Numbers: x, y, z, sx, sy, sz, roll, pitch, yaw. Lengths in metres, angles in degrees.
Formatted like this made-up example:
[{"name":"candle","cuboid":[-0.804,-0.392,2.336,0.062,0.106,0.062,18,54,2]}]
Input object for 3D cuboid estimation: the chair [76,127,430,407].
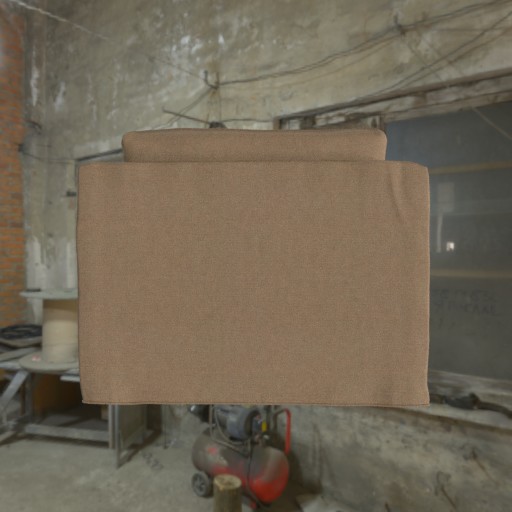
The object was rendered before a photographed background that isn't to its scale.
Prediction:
[{"name":"chair","cuboid":[0.000,0.000,1.735,1.057,0.863,0.949,0,0,2]}]
